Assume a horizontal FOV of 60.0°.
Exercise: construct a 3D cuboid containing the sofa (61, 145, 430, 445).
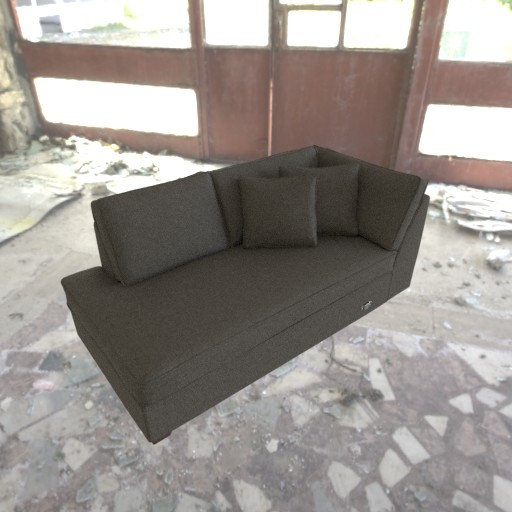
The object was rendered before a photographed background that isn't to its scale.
[{"bbox_3d":[0.000,0.000,2.928,2.237,1.033,1.110,-22,38,-32],"label":"sofa"}]
